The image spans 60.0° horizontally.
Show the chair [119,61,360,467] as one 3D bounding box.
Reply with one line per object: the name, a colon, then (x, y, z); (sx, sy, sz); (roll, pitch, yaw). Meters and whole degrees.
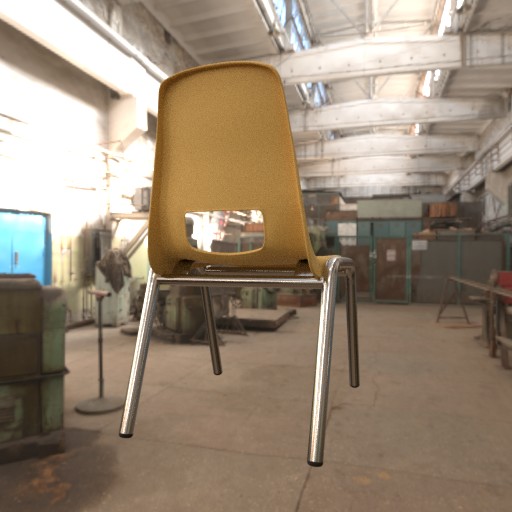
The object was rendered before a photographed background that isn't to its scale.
chair: (0.000, 0.000, 0.853); (0.354, 0.586, 0.423); (0, 0, 18)
